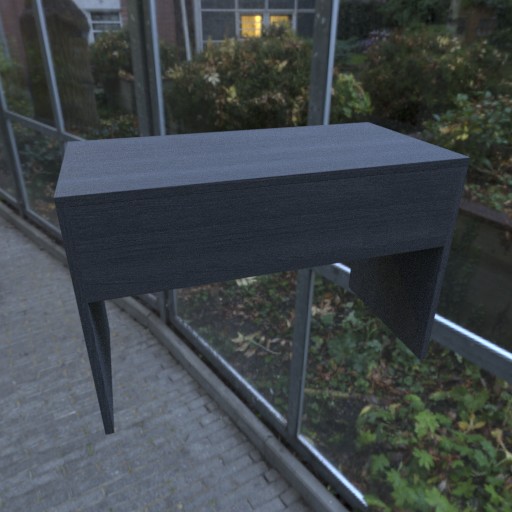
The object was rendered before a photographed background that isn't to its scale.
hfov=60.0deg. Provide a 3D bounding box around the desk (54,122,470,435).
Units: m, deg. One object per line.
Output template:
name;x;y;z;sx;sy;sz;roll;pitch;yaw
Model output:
desk;0.000;0.000;1.511;1.099;0.729;0.557;-8;28;-16
